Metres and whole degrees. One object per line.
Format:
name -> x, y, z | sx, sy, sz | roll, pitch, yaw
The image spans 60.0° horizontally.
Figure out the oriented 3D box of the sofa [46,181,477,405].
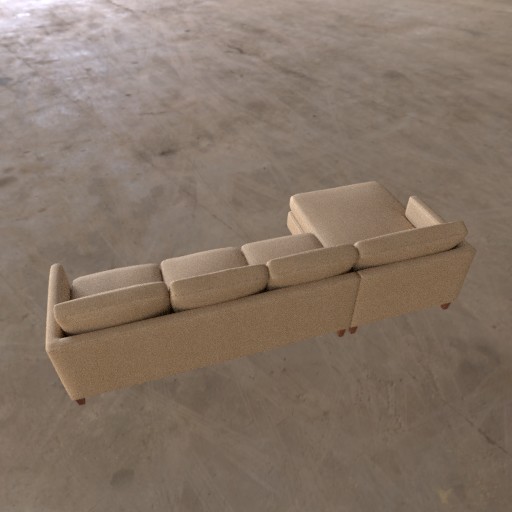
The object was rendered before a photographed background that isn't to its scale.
sofa -> 0.000, 0.000, 3.765 | 3.201, 0.876, 1.502 | -12, 42, -13
